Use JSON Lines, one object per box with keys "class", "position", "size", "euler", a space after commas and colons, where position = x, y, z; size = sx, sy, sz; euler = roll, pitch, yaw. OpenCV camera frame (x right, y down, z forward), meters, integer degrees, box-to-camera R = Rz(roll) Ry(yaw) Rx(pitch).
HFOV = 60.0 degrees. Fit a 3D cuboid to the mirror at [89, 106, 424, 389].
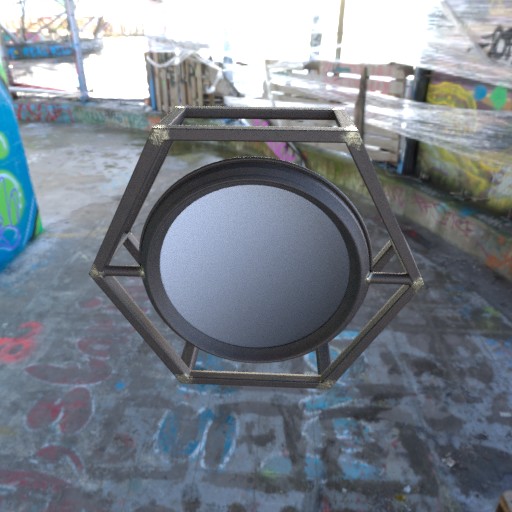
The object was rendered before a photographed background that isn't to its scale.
{"class": "mirror", "position": [0.000, 0.000, 0.548], "size": [0.380, 0.334, 0.119], "euler": [2, 29, 3]}
